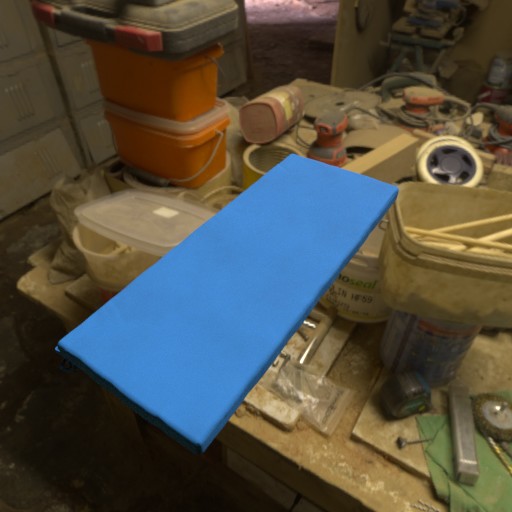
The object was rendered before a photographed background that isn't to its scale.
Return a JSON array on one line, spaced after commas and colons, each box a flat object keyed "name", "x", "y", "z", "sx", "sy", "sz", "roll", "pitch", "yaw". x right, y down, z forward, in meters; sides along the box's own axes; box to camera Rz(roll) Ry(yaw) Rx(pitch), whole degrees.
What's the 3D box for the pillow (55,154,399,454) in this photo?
[{"name": "pillow", "x": 0.000, "y": 0.000, "z": 1.363, "sx": 0.492, "sy": 0.081, "sz": 1.187, "roll": 24, "pitch": 47, "yaw": 25}]
